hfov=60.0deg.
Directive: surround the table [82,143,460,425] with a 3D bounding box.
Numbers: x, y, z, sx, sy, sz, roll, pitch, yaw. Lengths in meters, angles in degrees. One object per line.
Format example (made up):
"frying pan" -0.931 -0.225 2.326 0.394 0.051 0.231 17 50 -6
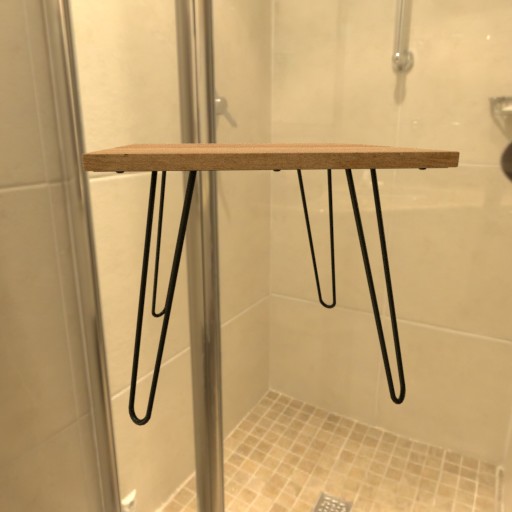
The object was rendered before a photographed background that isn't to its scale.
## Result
"table" 0.000 0.000 1.044 0.599 0.500 0.599 -2 16 -7
